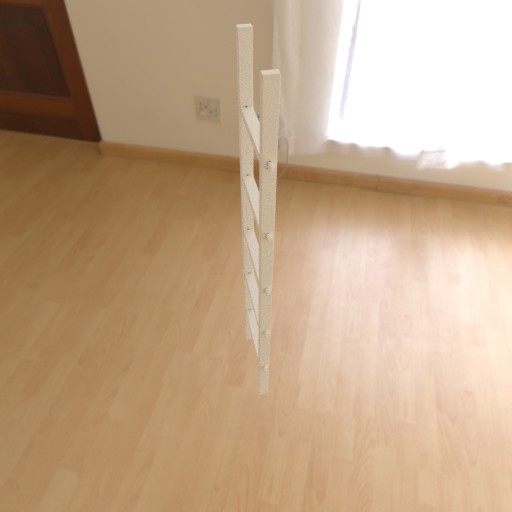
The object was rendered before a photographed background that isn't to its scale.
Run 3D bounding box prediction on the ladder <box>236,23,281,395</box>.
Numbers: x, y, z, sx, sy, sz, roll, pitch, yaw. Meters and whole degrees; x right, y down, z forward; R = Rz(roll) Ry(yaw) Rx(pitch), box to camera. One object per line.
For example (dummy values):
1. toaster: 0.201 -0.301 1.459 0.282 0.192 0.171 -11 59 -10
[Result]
1. ladder: 0.000 0.000 1.975 0.051 1.797 0.452 -9 46 -8
